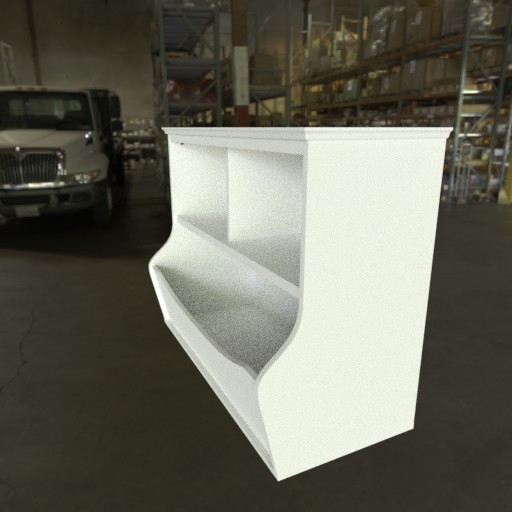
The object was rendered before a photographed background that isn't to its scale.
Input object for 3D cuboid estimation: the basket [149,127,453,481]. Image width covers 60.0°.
[{"bbox_3d":[0.000,0.000,1.122,0.376,0.625,0.792,-8,18,-25],"label":"basket"}]
